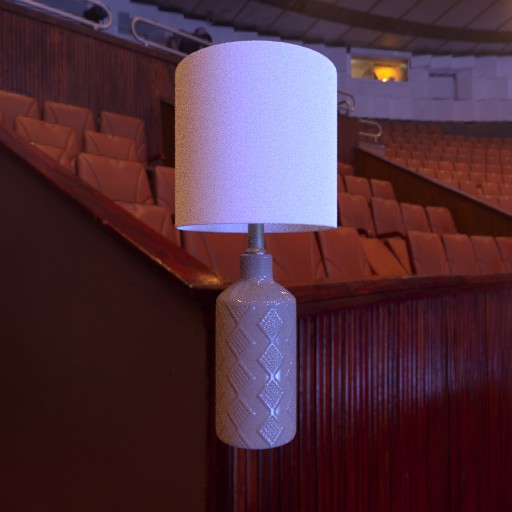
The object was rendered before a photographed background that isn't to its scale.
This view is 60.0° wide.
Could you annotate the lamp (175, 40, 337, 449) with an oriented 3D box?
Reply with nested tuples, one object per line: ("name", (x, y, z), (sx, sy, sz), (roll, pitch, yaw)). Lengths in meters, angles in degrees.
("lamp", (0.000, 0.000, 0.577), (0.207, 0.461, 0.207), (0, 0, 37))
